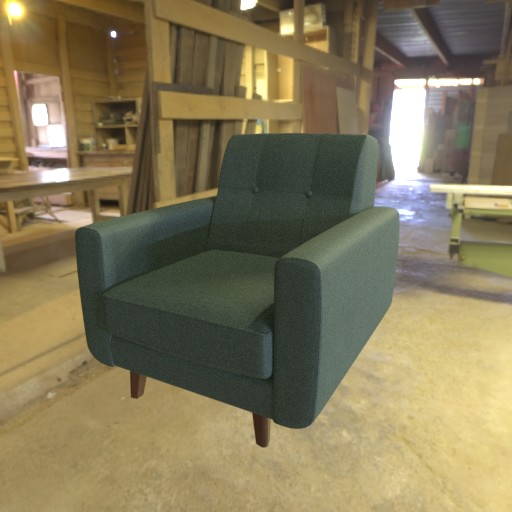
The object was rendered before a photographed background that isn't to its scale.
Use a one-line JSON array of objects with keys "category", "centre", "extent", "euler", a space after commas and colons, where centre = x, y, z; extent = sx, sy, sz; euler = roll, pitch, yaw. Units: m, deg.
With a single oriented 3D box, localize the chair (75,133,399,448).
[{"category": "chair", "centre": [0.000, 0.000, 1.569], "extent": [0.831, 0.841, 0.909], "euler": [8, 18, 28]}]
